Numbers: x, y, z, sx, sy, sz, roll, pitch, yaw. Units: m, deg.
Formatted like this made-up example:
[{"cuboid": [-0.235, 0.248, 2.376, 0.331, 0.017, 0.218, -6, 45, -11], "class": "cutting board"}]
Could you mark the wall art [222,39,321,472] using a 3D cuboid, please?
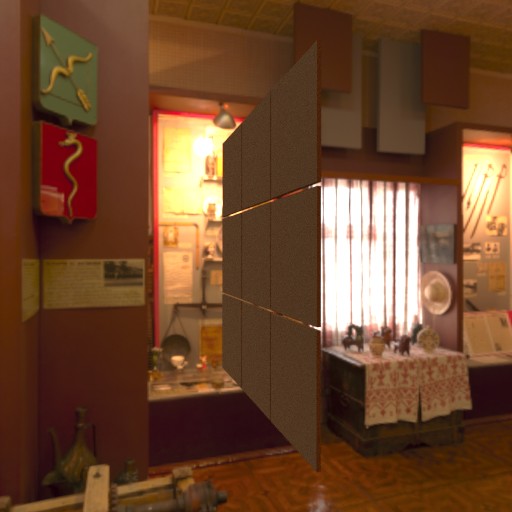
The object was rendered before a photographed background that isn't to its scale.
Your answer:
[{"cuboid": [0.000, 0.000, 1.380, 0.010, 0.917, 0.919, 0, 0, -17], "class": "wall art"}]
